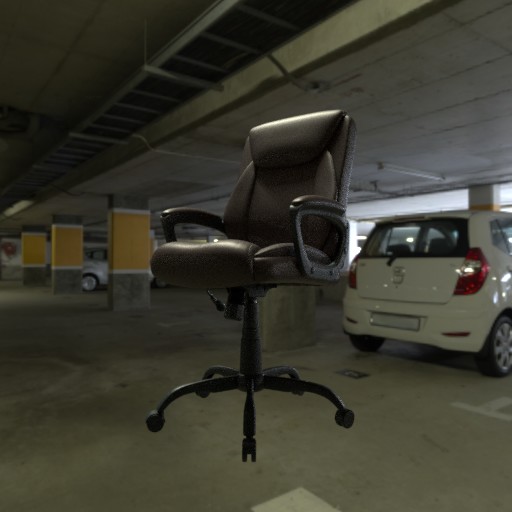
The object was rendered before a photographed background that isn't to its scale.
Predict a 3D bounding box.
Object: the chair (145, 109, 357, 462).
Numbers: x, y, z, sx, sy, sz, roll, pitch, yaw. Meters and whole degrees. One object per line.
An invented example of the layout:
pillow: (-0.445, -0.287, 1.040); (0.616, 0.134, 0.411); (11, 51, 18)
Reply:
chair: (0.000, 0.000, 1.490); (0.615, 1.072, 0.655); (0, -1, 35)
